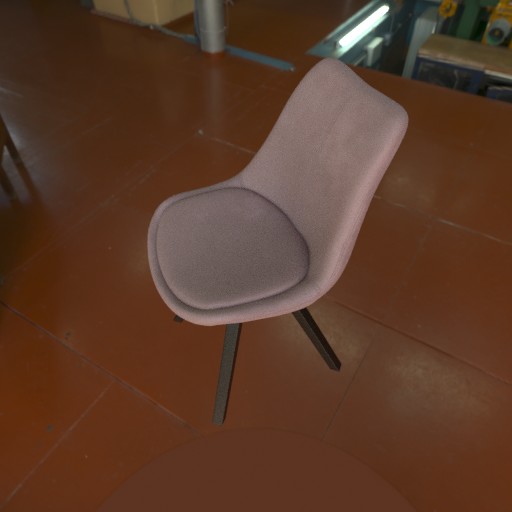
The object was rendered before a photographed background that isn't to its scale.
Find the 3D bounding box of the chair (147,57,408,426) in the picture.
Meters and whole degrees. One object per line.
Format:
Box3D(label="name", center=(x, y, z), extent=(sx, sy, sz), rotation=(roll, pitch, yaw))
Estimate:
Box3D(label="chair", center=(0.000, 0.000, 1.183), extent=(0.547, 0.865, 0.483), rotation=(-18, 50, -16))
